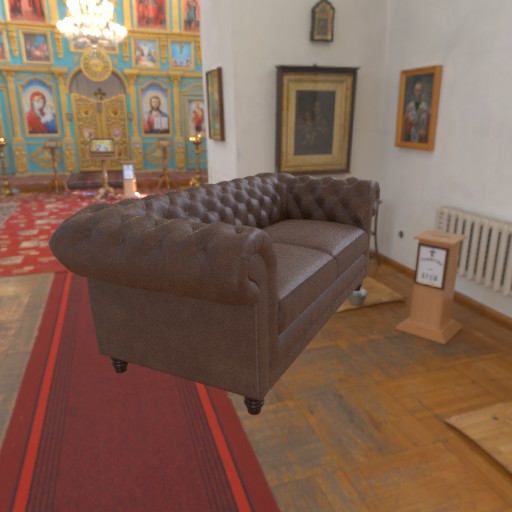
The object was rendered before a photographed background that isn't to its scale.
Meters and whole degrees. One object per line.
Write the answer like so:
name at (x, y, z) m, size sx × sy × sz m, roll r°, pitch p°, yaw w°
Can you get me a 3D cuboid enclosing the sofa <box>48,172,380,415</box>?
sofa at (0.000, 0.000, 2.494) m, size 0.955 × 0.784 × 2.048 m, roll 8°, pitch 17°, yaw 26°
